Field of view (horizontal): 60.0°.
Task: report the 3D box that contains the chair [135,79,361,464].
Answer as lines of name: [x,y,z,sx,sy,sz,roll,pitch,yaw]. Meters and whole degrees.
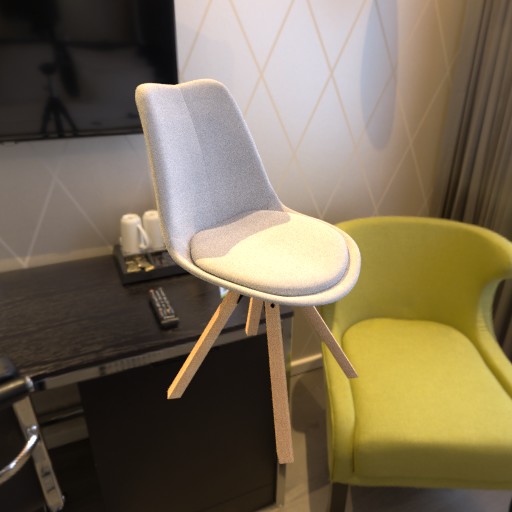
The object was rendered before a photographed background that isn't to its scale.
chair: [0.000,0.000,1.201,0.549,0.863,0.474,17,30,32]
